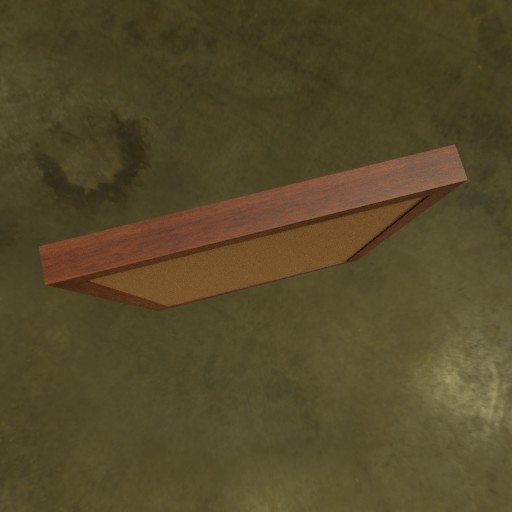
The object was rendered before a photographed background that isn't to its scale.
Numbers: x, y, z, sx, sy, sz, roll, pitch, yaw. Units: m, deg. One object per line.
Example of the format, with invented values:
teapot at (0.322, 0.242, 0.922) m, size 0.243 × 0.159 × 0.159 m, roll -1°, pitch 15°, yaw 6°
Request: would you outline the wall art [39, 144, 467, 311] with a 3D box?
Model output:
wall art at (0.000, 0.000, 0.526) m, size 0.330 × 0.381 × 0.030 m, roll -14°, pitch 80°, yaw -2°
